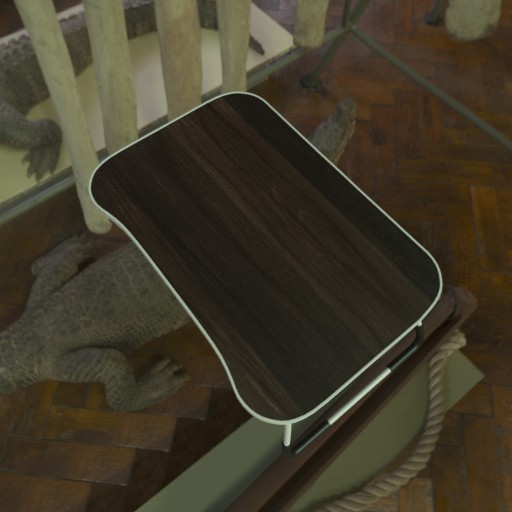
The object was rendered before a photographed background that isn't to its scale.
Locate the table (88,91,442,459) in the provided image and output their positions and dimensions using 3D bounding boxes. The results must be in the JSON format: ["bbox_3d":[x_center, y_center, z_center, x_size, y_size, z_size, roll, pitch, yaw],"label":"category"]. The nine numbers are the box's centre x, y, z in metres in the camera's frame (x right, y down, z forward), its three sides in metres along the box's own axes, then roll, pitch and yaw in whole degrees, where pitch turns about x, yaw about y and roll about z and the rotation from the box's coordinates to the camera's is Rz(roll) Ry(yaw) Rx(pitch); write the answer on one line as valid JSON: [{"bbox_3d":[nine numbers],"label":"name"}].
[{"bbox_3d":[0.000,0.000,0.882,0.400,0.232,0.660,-35,68,-16],"label":"table"}]
